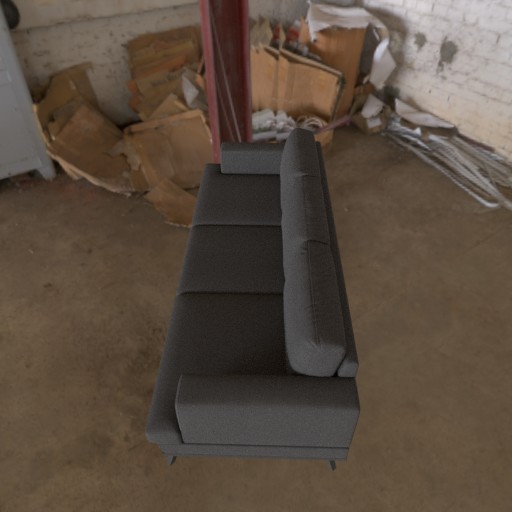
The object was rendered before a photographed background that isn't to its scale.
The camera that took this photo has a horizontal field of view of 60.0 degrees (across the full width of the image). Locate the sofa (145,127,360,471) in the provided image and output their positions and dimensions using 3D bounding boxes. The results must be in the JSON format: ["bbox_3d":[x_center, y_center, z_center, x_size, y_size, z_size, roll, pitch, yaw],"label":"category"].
[{"bbox_3d":[0.000,0.000,2.759,0.920,0.810,2.310,1,42,1],"label":"sofa"}]
